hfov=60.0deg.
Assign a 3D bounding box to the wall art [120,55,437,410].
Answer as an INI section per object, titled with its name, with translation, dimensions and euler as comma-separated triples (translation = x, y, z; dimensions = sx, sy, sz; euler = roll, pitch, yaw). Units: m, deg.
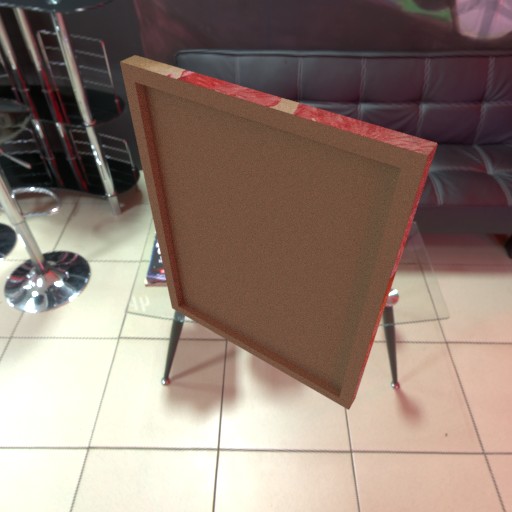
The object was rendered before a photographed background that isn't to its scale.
[wall art]
translation = 0.000, 0.000, 0.680
dimensions = 0.406, 0.508, 0.028
euler = 25, 50, 23
